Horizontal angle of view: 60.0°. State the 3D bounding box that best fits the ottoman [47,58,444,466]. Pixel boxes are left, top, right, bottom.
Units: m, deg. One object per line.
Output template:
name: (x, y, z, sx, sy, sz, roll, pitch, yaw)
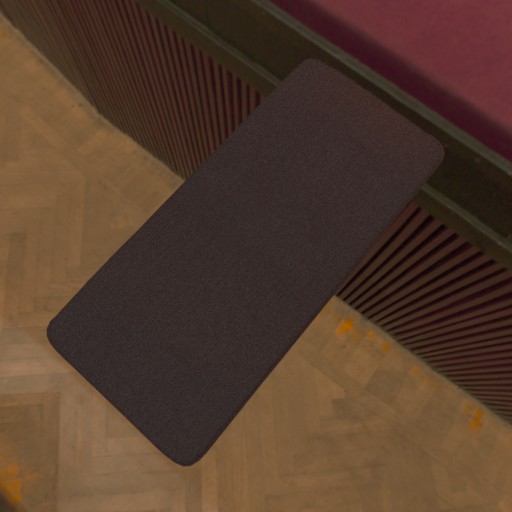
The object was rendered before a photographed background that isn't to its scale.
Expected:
ottoman: (0.000, 0.000, 1.367, 0.515, 0.460, 1.110, 39, 78, 10)
